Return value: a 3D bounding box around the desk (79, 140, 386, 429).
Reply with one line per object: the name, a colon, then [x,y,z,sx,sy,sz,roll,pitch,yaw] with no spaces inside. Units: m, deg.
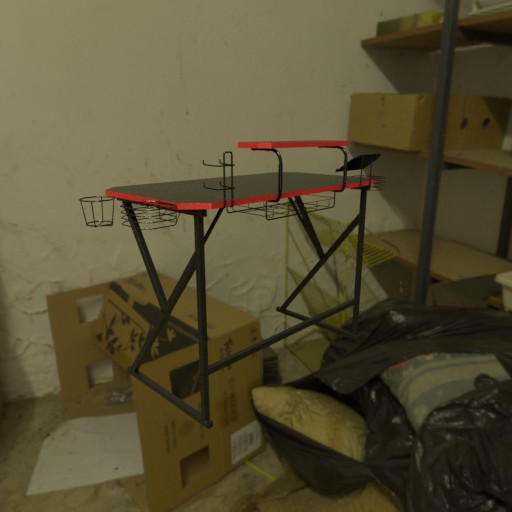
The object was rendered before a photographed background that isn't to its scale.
desk: [0.000,0.000,1.812,0.588,0.913,1.280,15,21,43]
